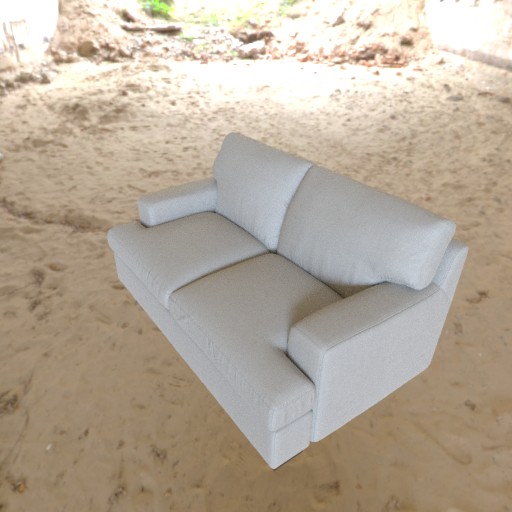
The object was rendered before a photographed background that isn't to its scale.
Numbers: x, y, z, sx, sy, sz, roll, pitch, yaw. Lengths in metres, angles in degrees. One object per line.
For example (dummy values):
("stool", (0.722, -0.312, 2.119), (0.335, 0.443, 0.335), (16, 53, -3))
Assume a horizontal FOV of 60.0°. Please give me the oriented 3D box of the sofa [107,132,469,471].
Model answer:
("sofa", (0.000, 0.000, 2.526), (1.143, 0.940, 1.880), (-20, 36, -30))
